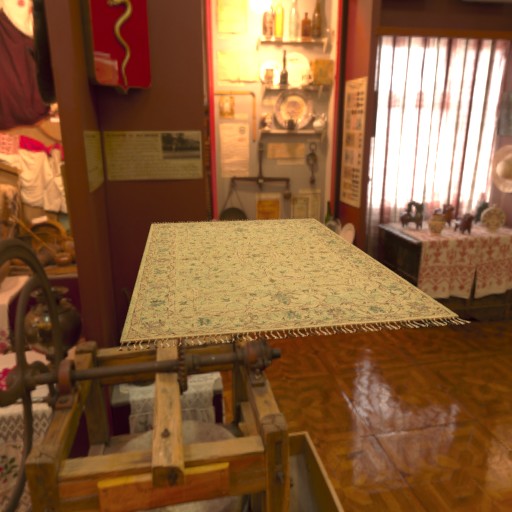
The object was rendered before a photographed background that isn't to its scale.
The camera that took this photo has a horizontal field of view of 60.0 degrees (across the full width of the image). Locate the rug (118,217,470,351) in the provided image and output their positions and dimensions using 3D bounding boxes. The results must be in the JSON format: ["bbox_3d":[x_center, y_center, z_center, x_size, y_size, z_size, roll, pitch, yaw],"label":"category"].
[{"bbox_3d":[0.000,0.000,2.999,1.544,0.010,2.435,-3,16,-9],"label":"rug"}]
